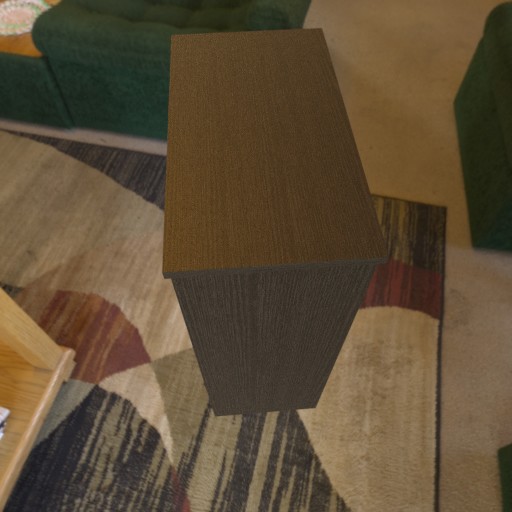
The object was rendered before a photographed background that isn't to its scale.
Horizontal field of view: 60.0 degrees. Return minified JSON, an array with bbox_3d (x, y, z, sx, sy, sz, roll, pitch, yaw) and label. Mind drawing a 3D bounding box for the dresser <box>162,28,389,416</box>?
[{"bbox_3d":[0.000,0.000,1.365,0.399,1.020,0.704,-4,57,-3],"label":"dresser"}]
